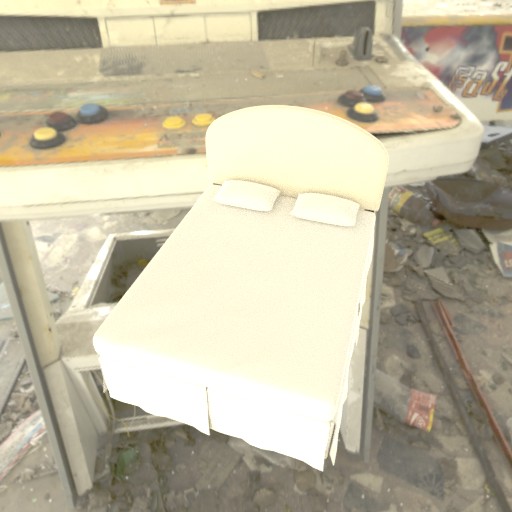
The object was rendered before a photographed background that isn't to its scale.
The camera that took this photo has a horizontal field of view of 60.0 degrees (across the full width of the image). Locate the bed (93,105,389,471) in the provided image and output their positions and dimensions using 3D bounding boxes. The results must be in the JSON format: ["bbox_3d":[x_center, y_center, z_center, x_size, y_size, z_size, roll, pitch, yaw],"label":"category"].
[{"bbox_3d":[0.000,0.000,3.116,1.607,1.410,2.005,12,42,14],"label":"bed"}]
